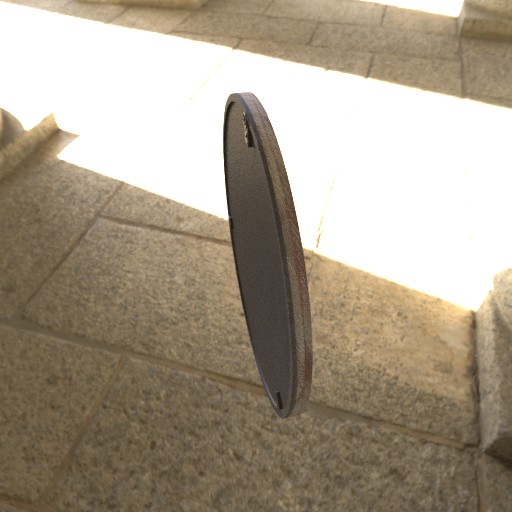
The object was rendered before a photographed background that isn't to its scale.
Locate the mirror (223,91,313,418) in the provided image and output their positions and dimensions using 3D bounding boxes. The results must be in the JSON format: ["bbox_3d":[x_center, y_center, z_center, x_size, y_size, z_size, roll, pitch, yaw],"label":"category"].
[{"bbox_3d":[0.000,0.000,1.021,0.038,0.710,0.710,-9,47,-9],"label":"mirror"}]
